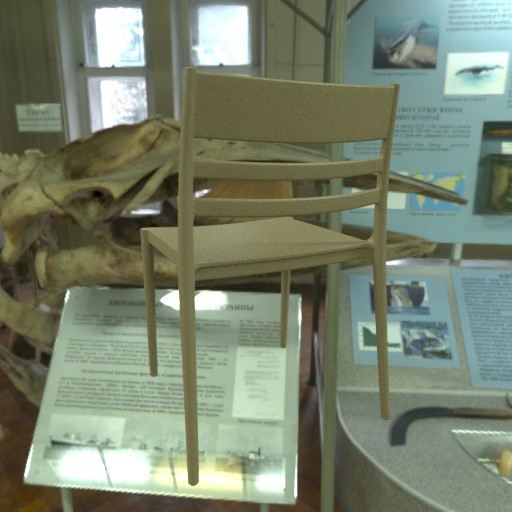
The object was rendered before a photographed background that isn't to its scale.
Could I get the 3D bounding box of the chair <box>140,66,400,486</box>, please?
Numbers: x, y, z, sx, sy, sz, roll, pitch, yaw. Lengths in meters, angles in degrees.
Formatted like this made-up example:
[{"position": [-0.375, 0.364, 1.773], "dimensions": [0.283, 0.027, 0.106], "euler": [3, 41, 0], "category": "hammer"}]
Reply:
[{"position": [0.000, 0.000, 1.120], "dimensions": [0.531, 0.800, 0.511], "euler": [-7, 15, -25], "category": "chair"}]
